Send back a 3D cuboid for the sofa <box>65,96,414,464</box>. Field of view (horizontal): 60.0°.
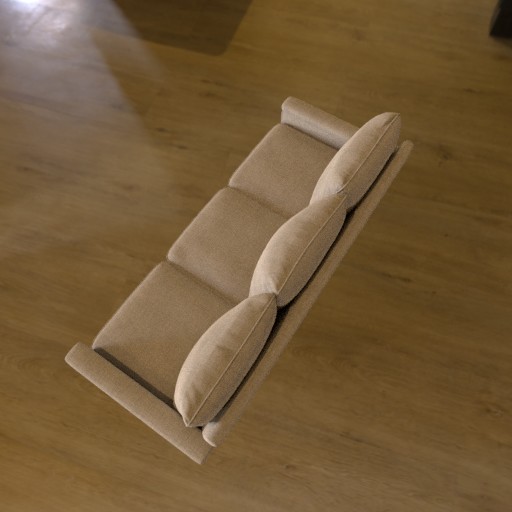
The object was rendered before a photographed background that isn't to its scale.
[{"bbox_3d":[0.000,0.000,2.351,0.828,0.959,1.925,31,68,14],"label":"sofa"}]
